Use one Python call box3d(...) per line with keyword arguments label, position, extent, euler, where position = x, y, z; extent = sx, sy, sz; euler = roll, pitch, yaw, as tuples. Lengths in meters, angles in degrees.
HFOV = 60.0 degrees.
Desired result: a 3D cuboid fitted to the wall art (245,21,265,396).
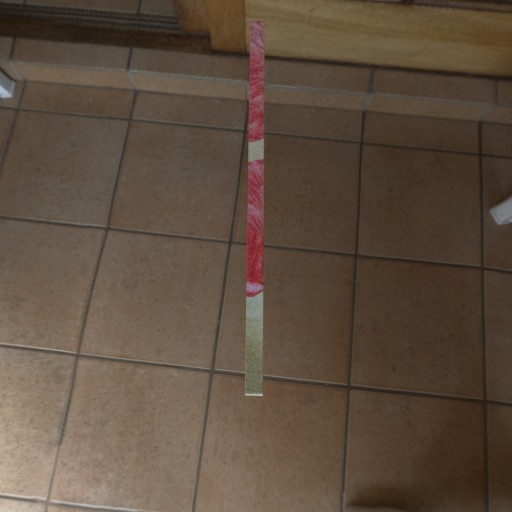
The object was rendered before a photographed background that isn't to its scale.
box3d(label="wall art", position=(0.000, 0.000, 1.333), extent=(0.031, 1.015, 0.762), euler=(0, 75, 0))
